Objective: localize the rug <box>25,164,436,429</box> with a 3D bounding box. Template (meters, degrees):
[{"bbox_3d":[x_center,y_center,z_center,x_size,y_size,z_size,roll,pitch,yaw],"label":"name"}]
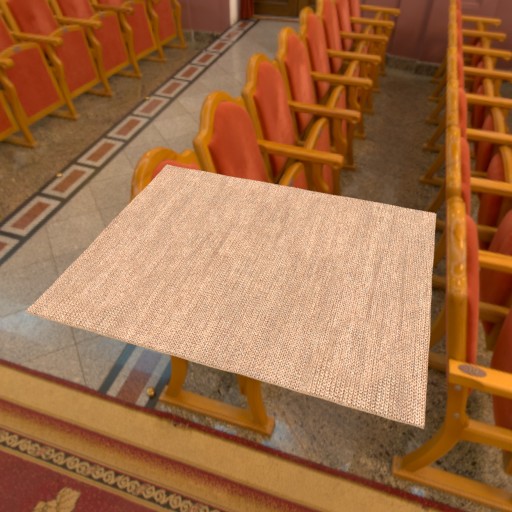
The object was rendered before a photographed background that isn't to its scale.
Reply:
[{"bbox_3d":[0.000,0.000,3.998,3.052,0.030,2.429,13,43,14],"label":"rug"}]
